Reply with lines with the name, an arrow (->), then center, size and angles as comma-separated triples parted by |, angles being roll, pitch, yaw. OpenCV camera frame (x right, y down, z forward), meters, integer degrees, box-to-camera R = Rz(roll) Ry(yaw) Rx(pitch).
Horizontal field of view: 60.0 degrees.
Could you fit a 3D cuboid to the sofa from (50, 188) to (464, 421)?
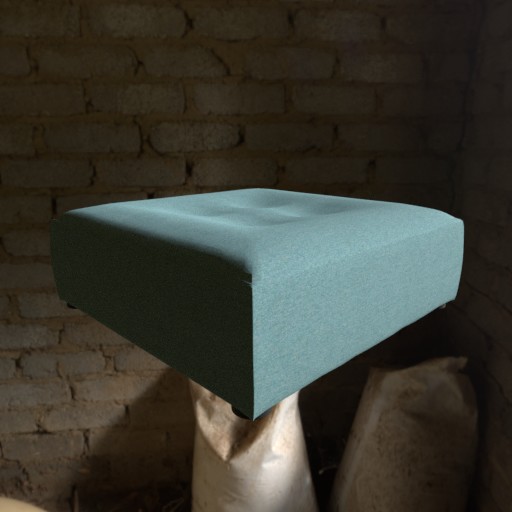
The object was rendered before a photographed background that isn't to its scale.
sofa -> 0.000, 0.000, 1.412 | 0.930, 0.330, 0.930 | -14, 20, -43
